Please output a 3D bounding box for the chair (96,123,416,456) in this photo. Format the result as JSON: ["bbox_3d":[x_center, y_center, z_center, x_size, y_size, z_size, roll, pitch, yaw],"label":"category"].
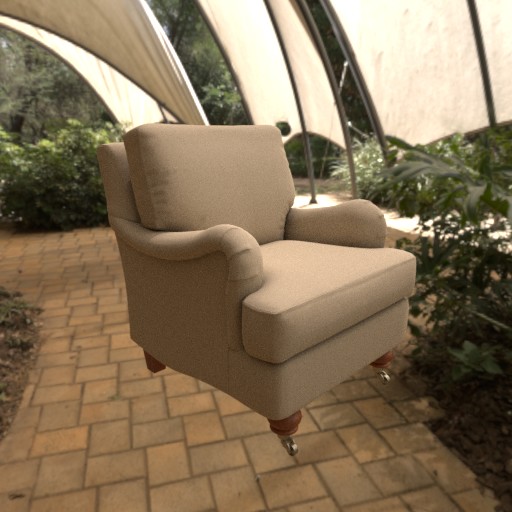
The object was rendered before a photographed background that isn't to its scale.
[{"bbox_3d":[0.000,0.000,1.877,0.895,1.076,1.078,-15,22,-43],"label":"chair"}]
